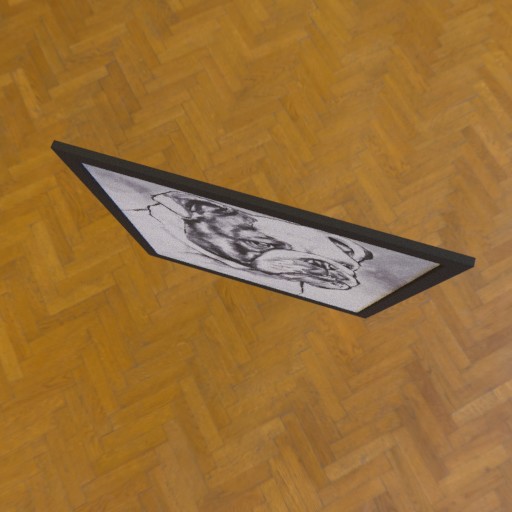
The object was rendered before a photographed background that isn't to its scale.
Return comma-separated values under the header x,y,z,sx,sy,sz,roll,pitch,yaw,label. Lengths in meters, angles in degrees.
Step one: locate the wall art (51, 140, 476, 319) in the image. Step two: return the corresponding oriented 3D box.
x,y,z,sx,sy,sz,roll,pitch,yaw,label
0.000,0.000,0.834,0.562,0.558,0.012,16,76,4,wall art
